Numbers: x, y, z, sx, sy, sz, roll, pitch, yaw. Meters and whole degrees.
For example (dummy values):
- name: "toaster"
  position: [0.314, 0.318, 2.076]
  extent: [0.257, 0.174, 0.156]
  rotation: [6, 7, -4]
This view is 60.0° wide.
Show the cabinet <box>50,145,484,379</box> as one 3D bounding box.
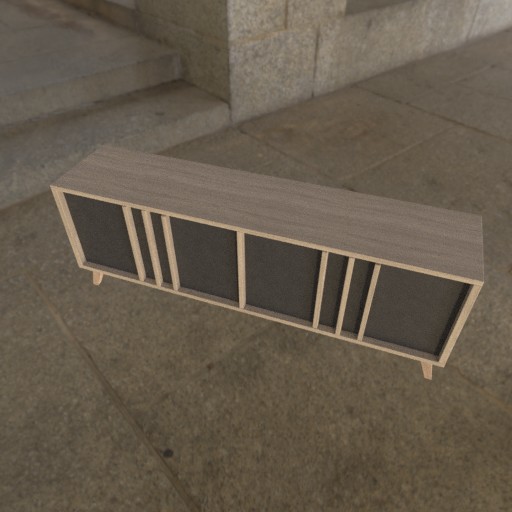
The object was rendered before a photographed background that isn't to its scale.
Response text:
- name: "cabinet"
  position: [0.000, 0.000, 2.554]
  extent: [2.198, 0.779, 0.499]
  rotation: [13, 43, 15]
